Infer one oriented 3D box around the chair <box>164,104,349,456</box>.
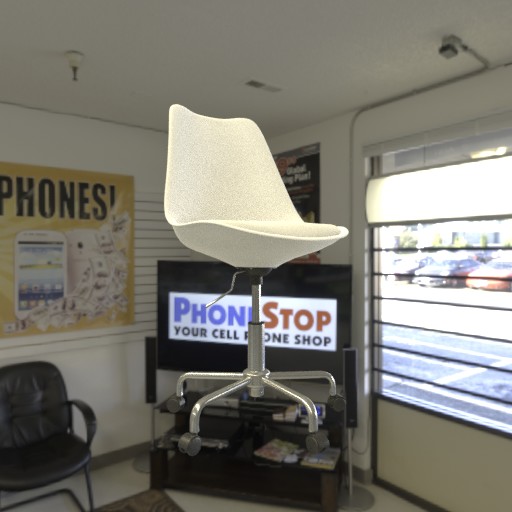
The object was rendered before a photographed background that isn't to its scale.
[{"bbox_3d":[0.000,0.000,1.250,0.550,0.930,0.550,-1,1,-35],"label":"chair"}]
